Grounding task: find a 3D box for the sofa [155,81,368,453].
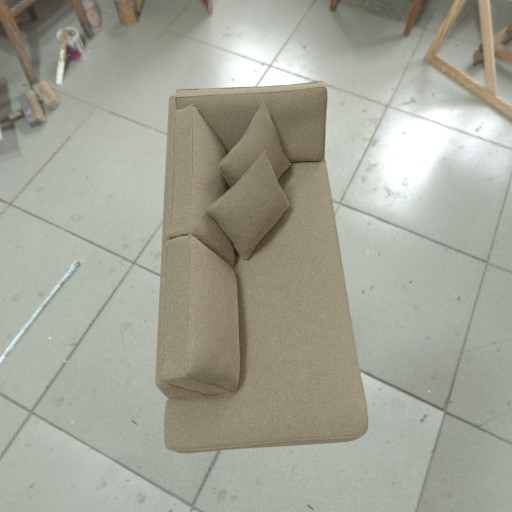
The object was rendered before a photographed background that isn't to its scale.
[{"bbox_3d":[0.000,0.000,2.822,1.110,1.033,2.237,-3,63,-1],"label":"sofa"}]
